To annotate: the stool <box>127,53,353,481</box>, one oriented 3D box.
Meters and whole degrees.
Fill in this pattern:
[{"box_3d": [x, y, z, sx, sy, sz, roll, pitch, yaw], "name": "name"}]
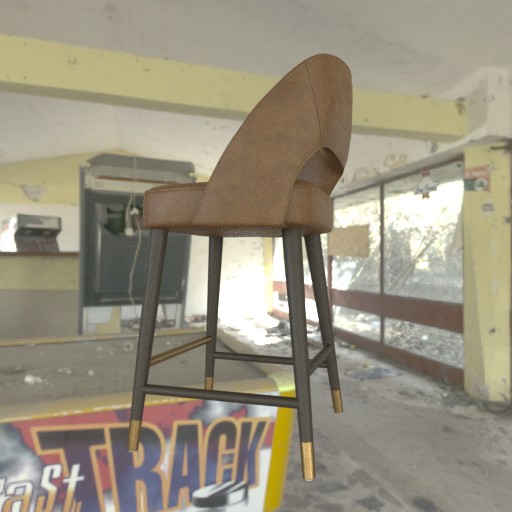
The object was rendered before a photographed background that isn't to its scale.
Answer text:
[{"box_3d": [0.000, 0.000, 1.197, 0.509, 0.940, 0.494, 0, -1, 19], "name": "stool"}]
